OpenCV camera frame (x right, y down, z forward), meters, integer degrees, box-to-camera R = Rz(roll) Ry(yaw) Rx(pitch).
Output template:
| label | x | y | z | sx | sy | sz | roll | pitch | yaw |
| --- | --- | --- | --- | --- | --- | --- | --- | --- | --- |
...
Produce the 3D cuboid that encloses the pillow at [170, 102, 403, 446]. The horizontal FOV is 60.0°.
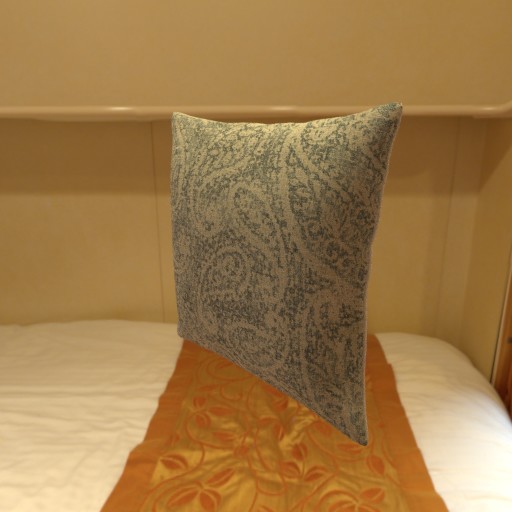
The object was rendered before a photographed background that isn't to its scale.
| label | x | y | z | sx | sy | sz | roll | pitch | yaw |
| --- | --- | --- | --- | --- | --- | --- | --- | --- | --- |
| pillow | 0.000 | 0.000 | 0.806 | 0.166 | 0.510 | 0.523 | -15 | 22 | -41 |
